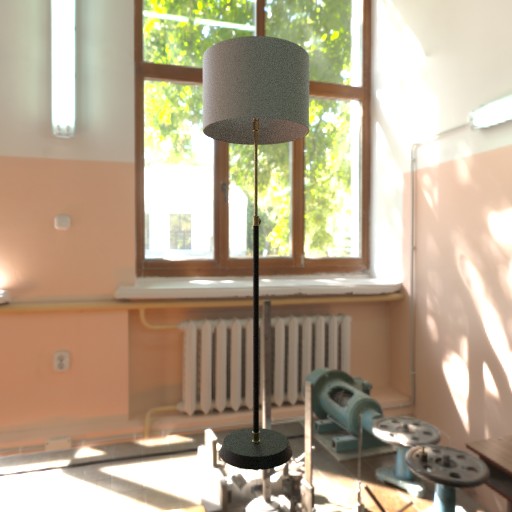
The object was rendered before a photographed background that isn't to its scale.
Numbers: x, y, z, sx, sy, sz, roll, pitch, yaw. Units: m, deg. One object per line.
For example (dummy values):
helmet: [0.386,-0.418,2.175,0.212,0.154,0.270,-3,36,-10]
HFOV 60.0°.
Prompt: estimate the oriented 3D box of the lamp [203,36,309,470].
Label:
lamp: [0.000,0.000,1.704,0.404,1.517,0.404,0,1,18]
